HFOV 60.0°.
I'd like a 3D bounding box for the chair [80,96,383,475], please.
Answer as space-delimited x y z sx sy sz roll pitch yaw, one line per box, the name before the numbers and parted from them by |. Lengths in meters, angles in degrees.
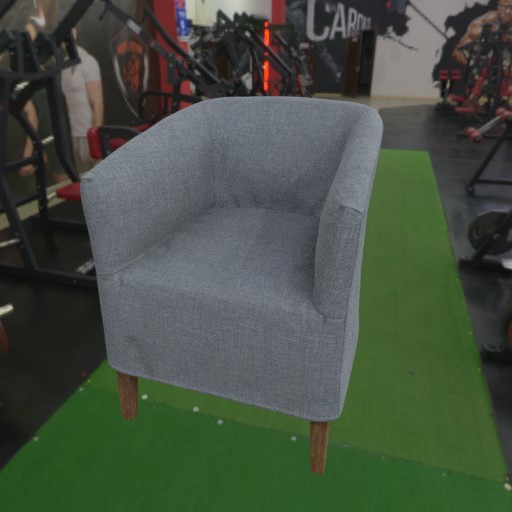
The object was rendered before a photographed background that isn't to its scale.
chair | 0.000 0.000 1.225 0.600 0.771 0.668 8 27 17
